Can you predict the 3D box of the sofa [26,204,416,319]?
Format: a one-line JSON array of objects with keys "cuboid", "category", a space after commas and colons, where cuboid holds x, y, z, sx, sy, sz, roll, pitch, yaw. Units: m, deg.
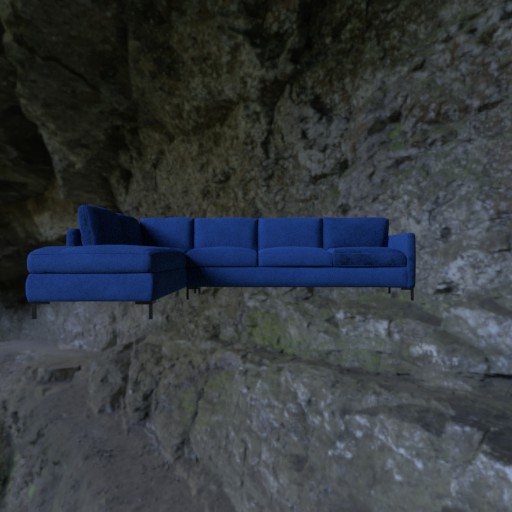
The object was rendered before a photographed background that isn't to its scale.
[{"cuboid": [0.000, 0.000, 3.804, 2.949, 0.815, 2.007, 0, 0, 0], "category": "sofa"}]
